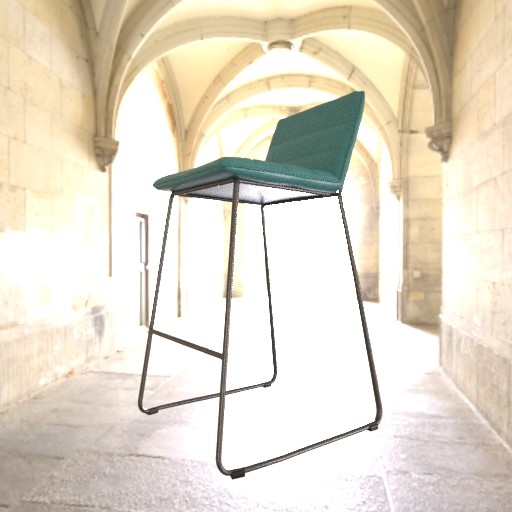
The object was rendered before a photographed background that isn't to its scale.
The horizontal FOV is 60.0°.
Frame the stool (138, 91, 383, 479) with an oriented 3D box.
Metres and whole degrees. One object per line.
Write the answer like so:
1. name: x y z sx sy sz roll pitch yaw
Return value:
1. stool: 0.000 0.000 1.253 0.524 0.936 0.489 0 1 -36
